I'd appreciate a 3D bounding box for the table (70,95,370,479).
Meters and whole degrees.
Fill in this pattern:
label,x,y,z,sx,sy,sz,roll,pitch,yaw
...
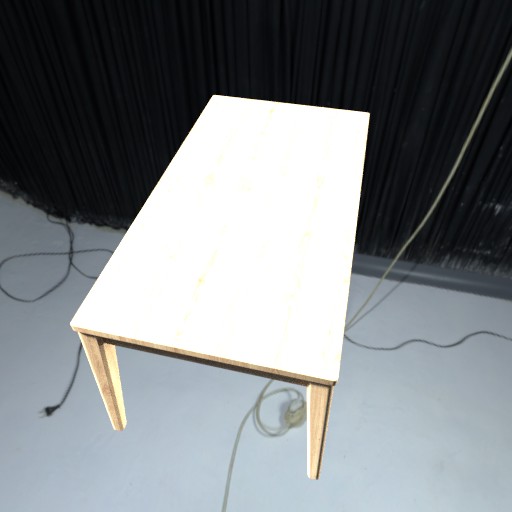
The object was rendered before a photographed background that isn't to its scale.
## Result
label,x,y,z,sx,sy,sz,roll,pitch,yaw
table,0.000,0.000,2.110,0.900,0.760,1.600,10,48,9
